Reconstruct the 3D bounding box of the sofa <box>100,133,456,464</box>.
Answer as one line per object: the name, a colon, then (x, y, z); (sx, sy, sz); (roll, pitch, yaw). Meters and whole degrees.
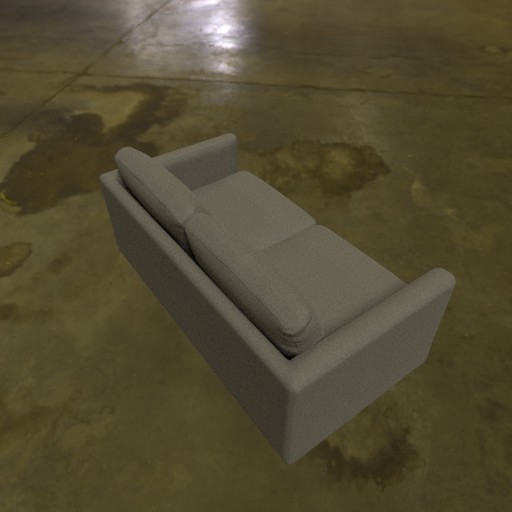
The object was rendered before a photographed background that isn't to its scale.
sofa: (0.000, 0.000, 2.314); (0.940, 0.866, 1.713); (-26, 48, -26)
